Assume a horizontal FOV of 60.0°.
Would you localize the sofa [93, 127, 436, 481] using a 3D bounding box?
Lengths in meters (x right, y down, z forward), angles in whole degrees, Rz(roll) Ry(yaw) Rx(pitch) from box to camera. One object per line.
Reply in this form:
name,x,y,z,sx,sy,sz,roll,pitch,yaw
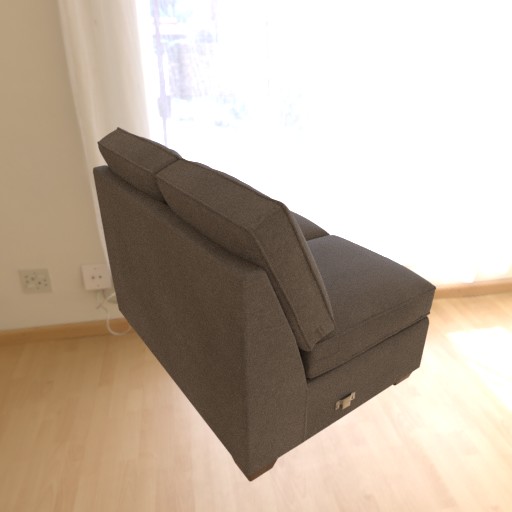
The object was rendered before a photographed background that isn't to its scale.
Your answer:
sofa,0.000,0.000,1.951,0.951,1.008,1.237,-18,32,-31
